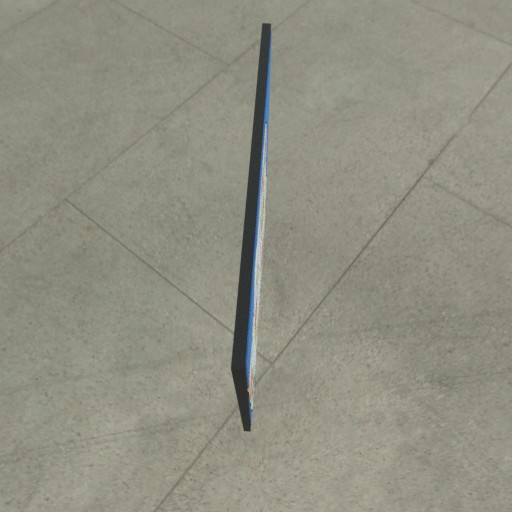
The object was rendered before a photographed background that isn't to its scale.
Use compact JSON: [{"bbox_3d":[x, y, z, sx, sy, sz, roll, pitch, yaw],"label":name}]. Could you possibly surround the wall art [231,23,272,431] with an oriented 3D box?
[{"bbox_3d":[0.000,0.000,0.684,0.013,0.457,0.458,3,62,2],"label":"wall art"}]
